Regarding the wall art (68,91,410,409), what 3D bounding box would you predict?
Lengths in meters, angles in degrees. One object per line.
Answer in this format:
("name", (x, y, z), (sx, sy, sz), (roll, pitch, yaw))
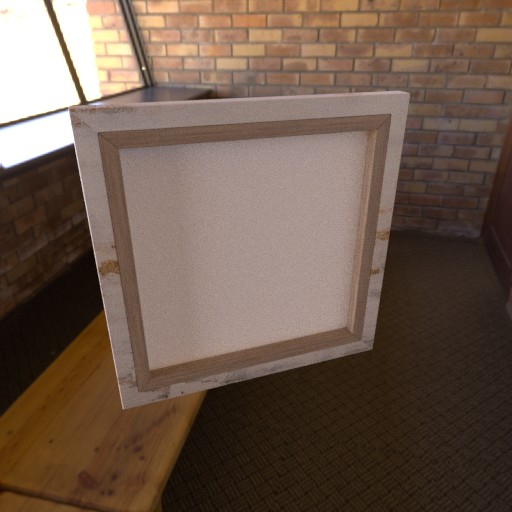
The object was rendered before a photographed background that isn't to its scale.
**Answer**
("wall art", (0.000, 0.000, 0.909), (0.611, 0.613, 0.040), (-9, 28, -17))
